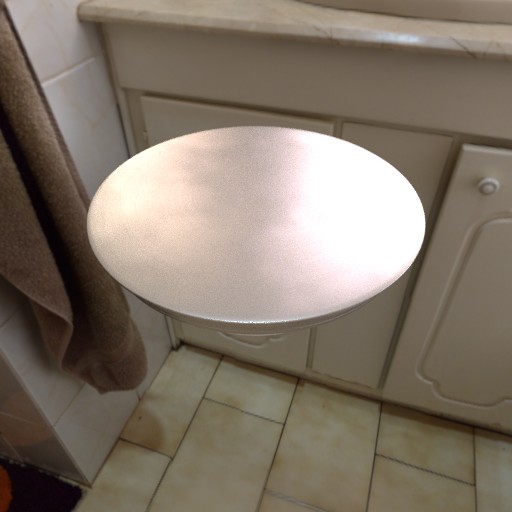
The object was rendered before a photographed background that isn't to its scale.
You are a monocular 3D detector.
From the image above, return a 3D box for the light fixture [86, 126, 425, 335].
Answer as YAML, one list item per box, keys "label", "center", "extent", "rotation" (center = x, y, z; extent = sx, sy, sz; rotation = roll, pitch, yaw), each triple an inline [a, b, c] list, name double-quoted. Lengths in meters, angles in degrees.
- label: "light fixture"
  center: [0.000, 0.000, 0.424]
  extent: [0.280, 0.135, 0.280]
  rotation: [0, 41, 0]
